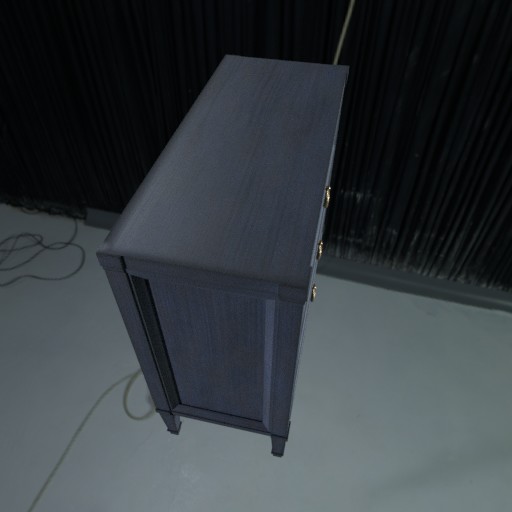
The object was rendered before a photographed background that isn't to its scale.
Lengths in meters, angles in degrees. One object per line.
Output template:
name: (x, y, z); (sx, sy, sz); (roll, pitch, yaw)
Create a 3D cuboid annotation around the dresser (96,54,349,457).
dresser: (0.000, 0.000, 1.613); (0.463, 0.986, 1.049); (9, 47, 9)
